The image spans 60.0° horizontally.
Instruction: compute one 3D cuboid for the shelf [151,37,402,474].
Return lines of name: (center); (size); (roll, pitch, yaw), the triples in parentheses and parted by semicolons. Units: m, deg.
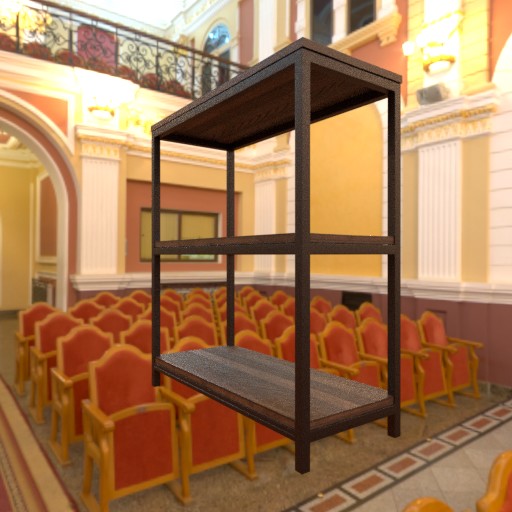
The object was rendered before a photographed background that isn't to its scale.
shelf: (0.000, 0.000, 1.393); (0.352, 0.947, 0.822); (0, 0, -36)
